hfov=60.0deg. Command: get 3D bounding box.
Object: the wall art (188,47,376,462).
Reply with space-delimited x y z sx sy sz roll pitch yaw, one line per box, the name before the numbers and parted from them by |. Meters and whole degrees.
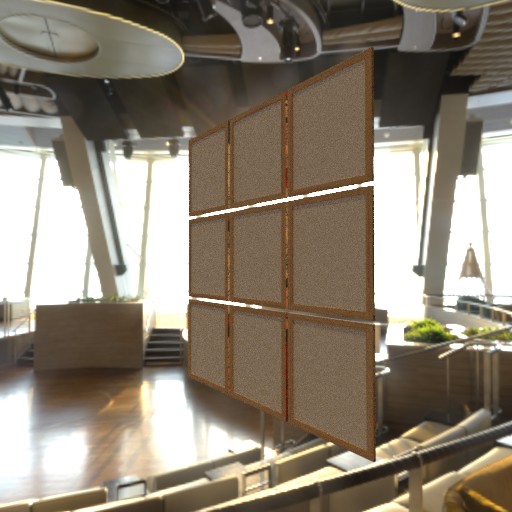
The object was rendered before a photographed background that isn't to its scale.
wall art | 0.000 0.000 2.261 0.013 1.534 1.519 1 -1 -35
